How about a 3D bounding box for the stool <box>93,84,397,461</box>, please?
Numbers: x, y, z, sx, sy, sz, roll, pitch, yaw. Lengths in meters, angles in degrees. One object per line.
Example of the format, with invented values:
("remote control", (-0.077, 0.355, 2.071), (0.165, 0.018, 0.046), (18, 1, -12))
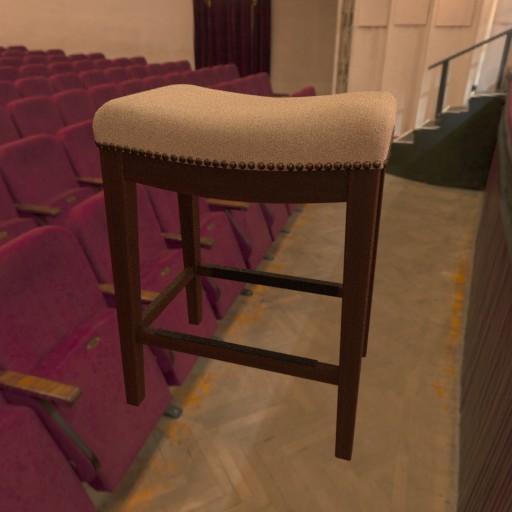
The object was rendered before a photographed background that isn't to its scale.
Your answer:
("stool", (0.000, 0.000, 0.955), (0.509, 0.669, 0.363), (8, 28, 16))
